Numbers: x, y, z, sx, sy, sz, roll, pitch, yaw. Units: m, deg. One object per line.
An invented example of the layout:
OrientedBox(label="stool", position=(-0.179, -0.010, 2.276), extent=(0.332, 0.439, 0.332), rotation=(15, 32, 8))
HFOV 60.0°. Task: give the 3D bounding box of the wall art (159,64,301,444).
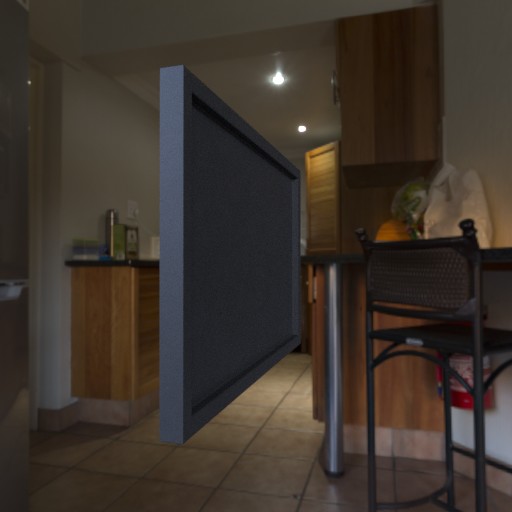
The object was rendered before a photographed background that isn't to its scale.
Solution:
OrientedBox(label="wall art", position=(0.000, 0.000, 0.565), extent=(0.021, 0.301, 0.443), rotation=(0, 0, 18))
